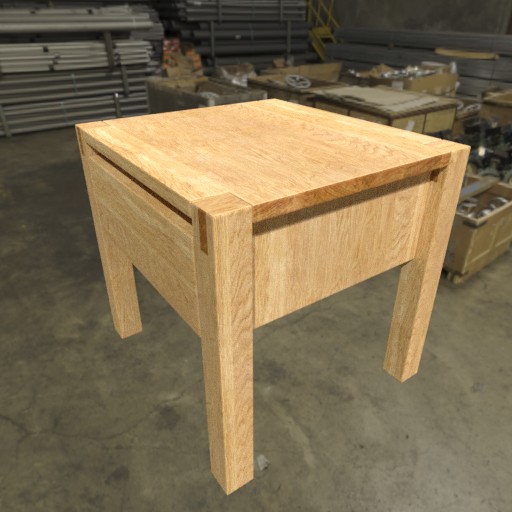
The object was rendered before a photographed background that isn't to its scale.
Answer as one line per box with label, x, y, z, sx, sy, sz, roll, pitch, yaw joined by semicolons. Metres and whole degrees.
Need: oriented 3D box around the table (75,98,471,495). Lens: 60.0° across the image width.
table;0.000;0.000;0.824;0.440;0.450;0.480;-19;34;-30
